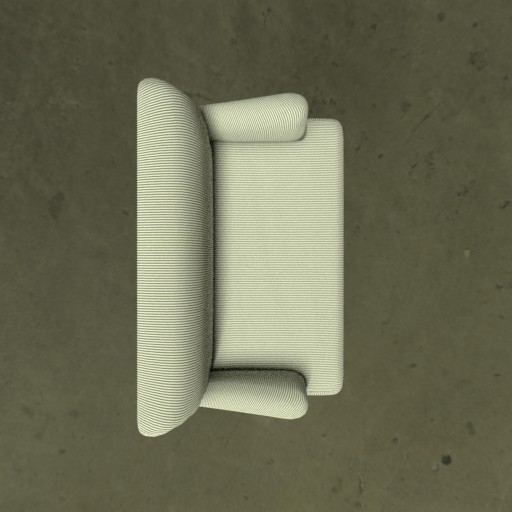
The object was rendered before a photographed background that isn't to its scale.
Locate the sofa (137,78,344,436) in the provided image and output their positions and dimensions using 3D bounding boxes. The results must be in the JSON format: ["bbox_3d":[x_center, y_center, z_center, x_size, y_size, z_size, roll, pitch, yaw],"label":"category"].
[{"bbox_3d":[0.000,0.000,1.868,0.779,0.889,1.297,0,90,0],"label":"sofa"}]
